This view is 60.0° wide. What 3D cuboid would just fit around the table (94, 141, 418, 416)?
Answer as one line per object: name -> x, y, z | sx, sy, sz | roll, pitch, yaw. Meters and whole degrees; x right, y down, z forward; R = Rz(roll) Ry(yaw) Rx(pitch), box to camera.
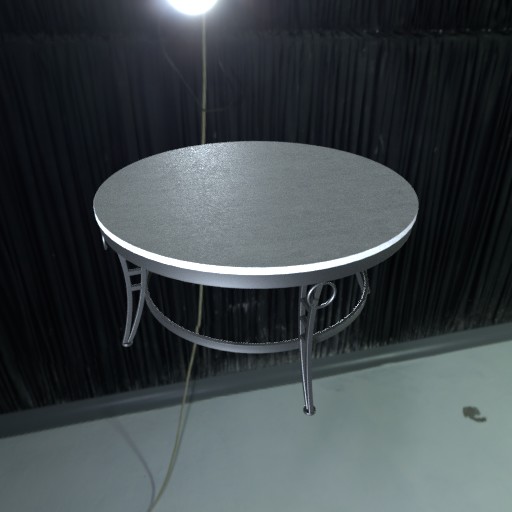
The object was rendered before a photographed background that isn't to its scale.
table -> 0.000, 0.000, 1.391 | 0.889, 0.470, 0.889 | 0, 31, 0
